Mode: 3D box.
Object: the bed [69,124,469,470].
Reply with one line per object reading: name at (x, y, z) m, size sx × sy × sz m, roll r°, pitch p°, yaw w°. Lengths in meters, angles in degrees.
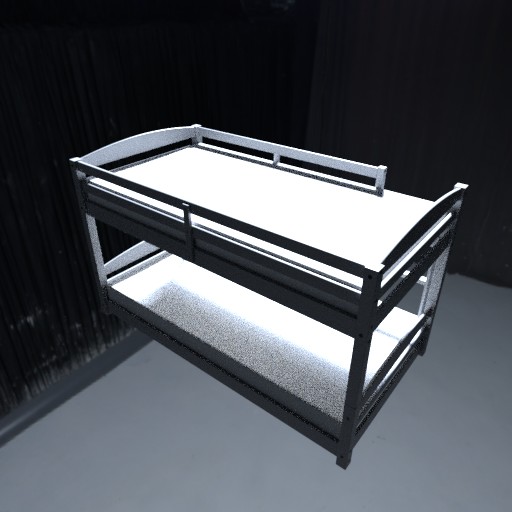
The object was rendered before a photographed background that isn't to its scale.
bed at (0.000, 0.000, 2.789) m, size 2.013 × 1.206 × 1.105 m, roll 22°, pitch 37°, yaw 33°
